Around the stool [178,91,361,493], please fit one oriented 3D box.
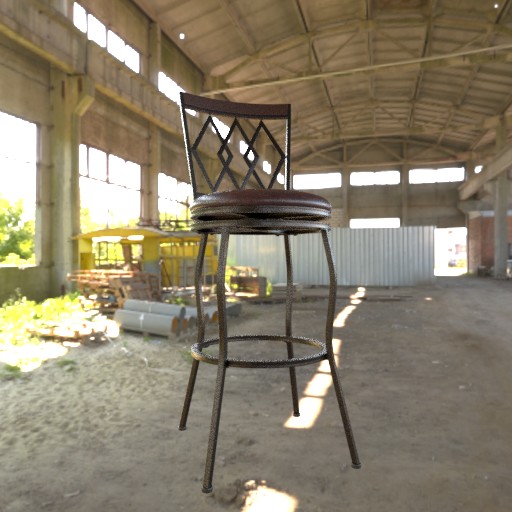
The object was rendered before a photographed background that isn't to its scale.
[{"bbox_3d":[0.000,0.000,1.367,0.432,1.134,0.521,0,-1,-18],"label":"stool"}]
